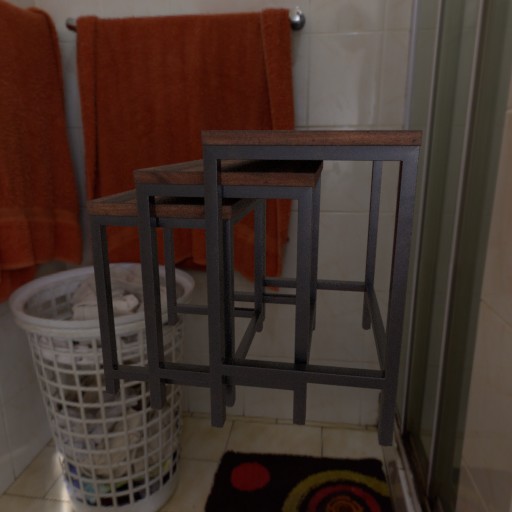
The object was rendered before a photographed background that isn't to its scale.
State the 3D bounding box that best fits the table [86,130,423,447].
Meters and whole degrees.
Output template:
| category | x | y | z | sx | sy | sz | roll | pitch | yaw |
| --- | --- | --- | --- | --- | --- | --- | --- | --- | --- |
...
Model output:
| category | x | y | z | sx | sy | sz | roll | pitch | yaw |
| --- | --- | --- | --- | --- | --- | --- | --- | --- | --- |
| table | 0.000 | 0.000 | 1.148 | 0.660 | 0.616 | 0.608 | 3 | 15 | 9 |
